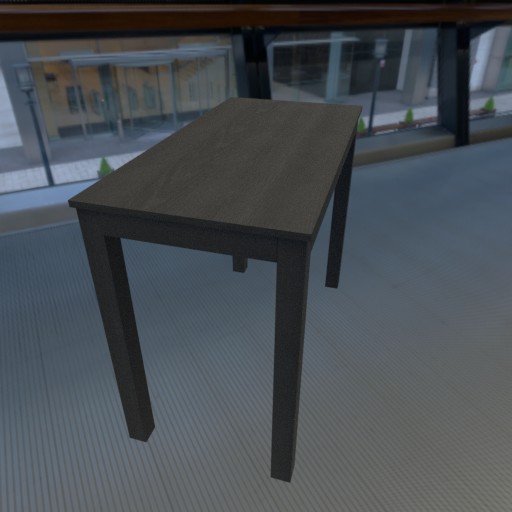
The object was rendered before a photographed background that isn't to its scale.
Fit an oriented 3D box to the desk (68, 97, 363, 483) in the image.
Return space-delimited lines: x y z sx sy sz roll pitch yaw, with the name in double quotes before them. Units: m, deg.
"desk" 0.000 0.000 1.439 0.499 0.762 0.991 9 33 14
